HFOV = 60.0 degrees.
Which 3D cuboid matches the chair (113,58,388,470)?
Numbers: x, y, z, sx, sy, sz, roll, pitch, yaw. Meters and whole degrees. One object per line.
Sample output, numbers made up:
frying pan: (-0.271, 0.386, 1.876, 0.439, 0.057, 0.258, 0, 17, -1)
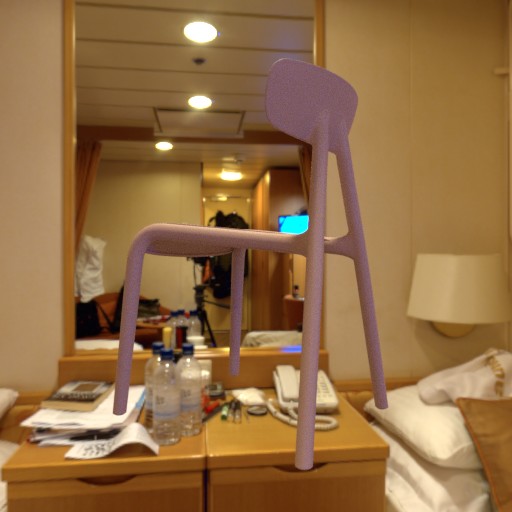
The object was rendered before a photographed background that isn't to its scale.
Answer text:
chair: (0.000, 0.000, 0.836, 0.401, 0.580, 0.356, 0, 0, 36)
